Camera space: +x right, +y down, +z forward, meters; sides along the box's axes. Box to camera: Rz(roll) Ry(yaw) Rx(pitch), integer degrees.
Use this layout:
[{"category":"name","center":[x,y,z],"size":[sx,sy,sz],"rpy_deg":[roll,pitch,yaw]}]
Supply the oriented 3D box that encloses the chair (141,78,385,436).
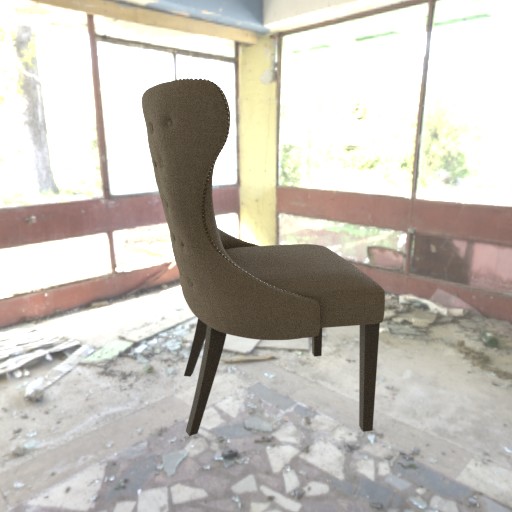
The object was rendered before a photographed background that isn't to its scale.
[{"category":"chair","center":[0.000,0.000,1.384],"size":[0.635,0.967,0.628],"rpy_deg":[-2,15,-10]}]
